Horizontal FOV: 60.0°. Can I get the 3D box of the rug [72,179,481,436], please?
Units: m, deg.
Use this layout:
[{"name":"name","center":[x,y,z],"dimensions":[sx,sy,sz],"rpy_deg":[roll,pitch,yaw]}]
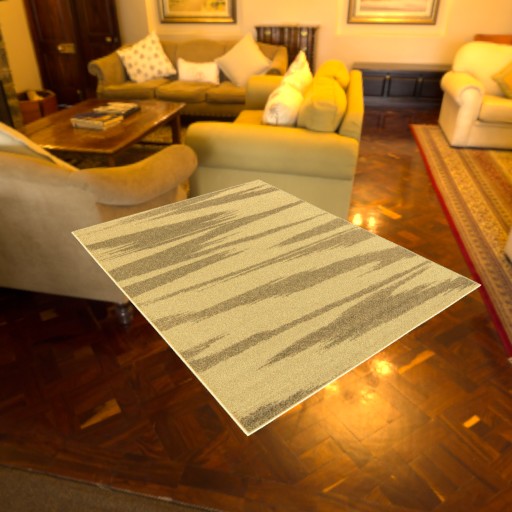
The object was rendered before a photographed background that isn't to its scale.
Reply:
[{"name":"rug","center":[0.000,0.000,3.985],"dimensions":[2.353,0.014,2.945],"rpy_deg":[-21,37,-31]}]
